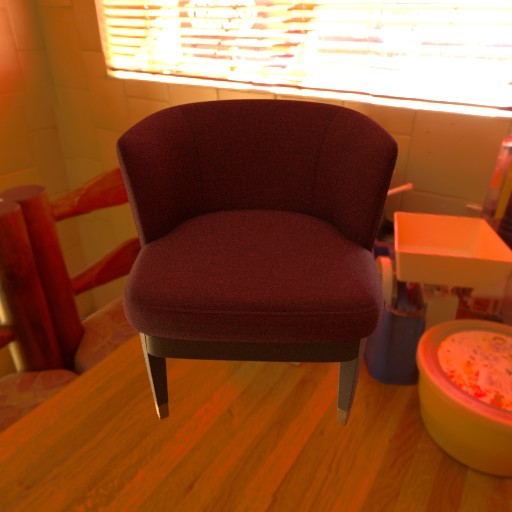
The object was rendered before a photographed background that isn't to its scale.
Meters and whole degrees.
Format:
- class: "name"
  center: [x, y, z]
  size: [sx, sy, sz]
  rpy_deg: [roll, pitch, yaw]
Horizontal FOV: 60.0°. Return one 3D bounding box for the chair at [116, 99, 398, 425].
- class: "chair"
  center: [0.000, 0.000, 1.269]
  size: [0.700, 0.760, 0.660]
  rpy_deg: [1, 28, 2]
